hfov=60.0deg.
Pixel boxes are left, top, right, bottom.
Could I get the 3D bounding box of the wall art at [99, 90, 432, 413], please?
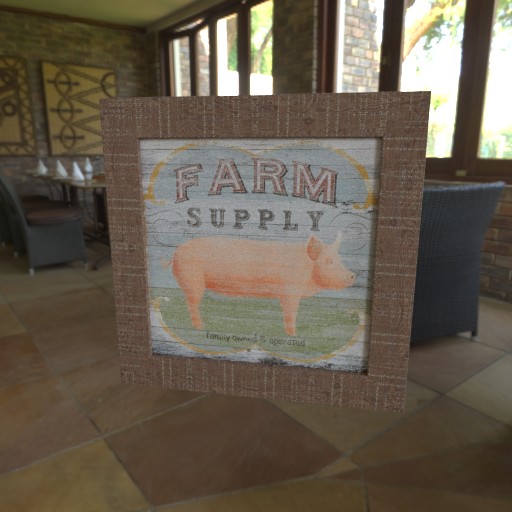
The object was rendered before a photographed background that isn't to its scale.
[{"bbox_3d":[0.000,0.000,0.778,0.531,0.531,0.040,3,14,11],"label":"wall art"}]
